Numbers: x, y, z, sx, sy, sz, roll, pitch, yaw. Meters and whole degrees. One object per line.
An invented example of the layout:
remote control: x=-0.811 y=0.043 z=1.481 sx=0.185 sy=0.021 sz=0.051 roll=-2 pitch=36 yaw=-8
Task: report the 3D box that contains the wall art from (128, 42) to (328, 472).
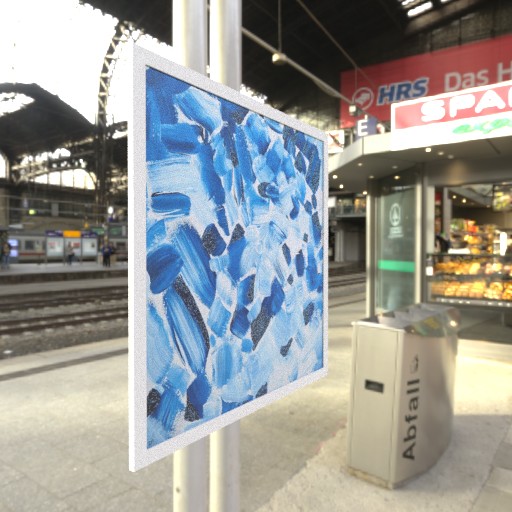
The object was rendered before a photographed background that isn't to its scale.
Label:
wall art: x=0.000 y=0.000 z=1.170 sx=0.015 sy=0.812 sz=0.812 roll=1 pitch=1 yaw=36
